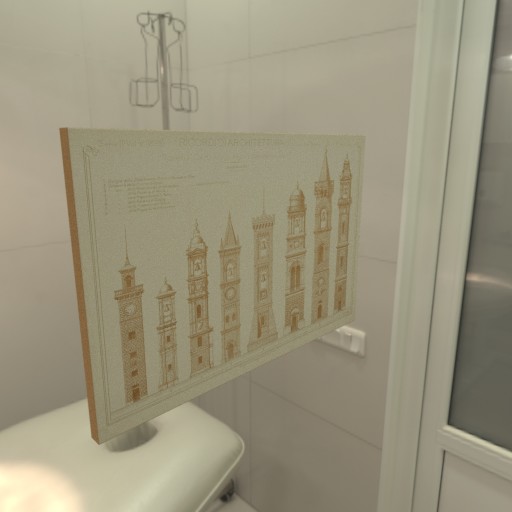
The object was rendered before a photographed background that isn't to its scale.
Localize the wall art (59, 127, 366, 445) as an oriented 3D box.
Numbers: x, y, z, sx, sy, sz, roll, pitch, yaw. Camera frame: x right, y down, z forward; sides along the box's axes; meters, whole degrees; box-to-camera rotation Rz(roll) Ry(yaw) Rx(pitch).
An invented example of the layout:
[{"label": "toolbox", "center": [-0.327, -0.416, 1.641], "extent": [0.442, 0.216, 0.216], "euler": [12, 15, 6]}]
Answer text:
[{"label": "wall art", "center": [0.000, 0.000, 1.133], "extent": [0.915, 0.608, 0.033], "euler": [-14, 20, -43]}]
